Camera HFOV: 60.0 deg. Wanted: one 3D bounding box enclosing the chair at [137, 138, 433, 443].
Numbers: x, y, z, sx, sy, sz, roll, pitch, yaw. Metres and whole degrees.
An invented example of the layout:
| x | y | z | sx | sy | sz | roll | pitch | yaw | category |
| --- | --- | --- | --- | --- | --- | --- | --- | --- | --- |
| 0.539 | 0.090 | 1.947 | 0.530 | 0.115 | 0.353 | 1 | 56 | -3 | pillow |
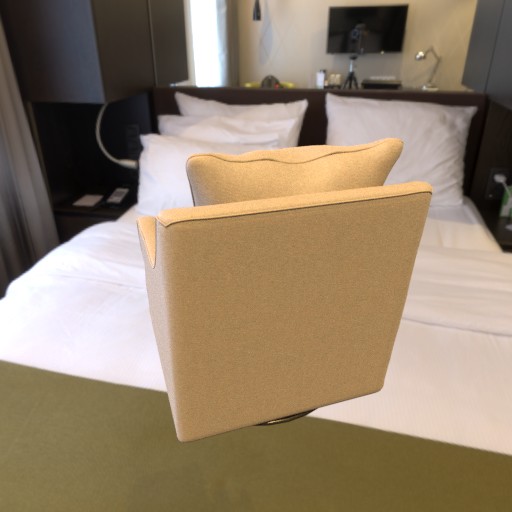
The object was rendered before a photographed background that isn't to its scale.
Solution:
| x | y | z | sx | sy | sz | roll | pitch | yaw | category |
| --- | --- | --- | --- | --- | --- | --- | --- | --- | --- |
| 0.000 | 0.000 | 1.600 | 0.760 | 0.942 | 0.876 | -9 | 28 | -17 | chair |
